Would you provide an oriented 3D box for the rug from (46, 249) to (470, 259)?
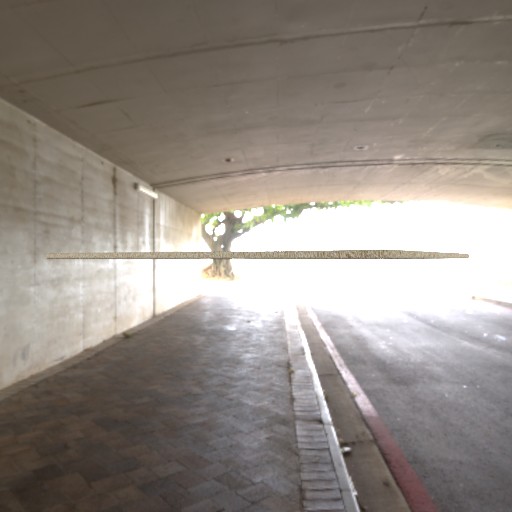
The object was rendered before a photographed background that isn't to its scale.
[{"bbox_3d":[0.000,0.000,2.240,1.778,0.030,1.219,0,0,35],"label":"rug"}]
